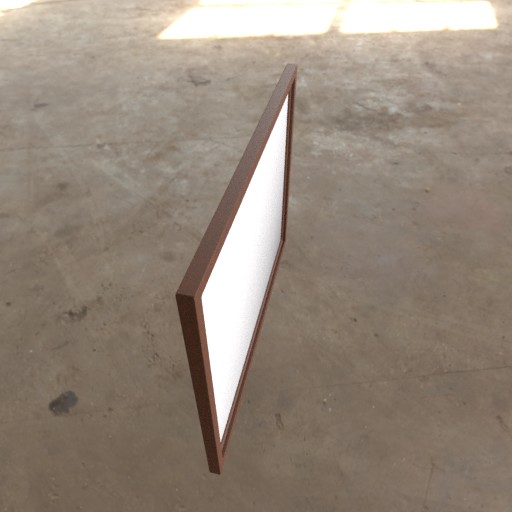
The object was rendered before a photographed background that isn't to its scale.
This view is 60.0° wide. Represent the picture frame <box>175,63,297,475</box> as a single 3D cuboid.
[{"bbox_3d":[0.000,0.000,1.768,0.045,1.018,1.329,9,45,10],"label":"picture frame"}]
